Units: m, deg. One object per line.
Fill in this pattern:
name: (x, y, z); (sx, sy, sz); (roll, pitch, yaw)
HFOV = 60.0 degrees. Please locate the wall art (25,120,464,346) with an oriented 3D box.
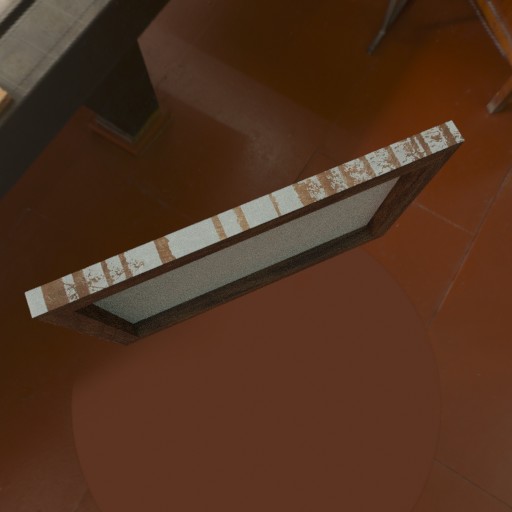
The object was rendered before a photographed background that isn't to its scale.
wall art: (0.000, 0.000, 0.772); (0.609, 0.405, 0.035); (-23, 75, -6)
